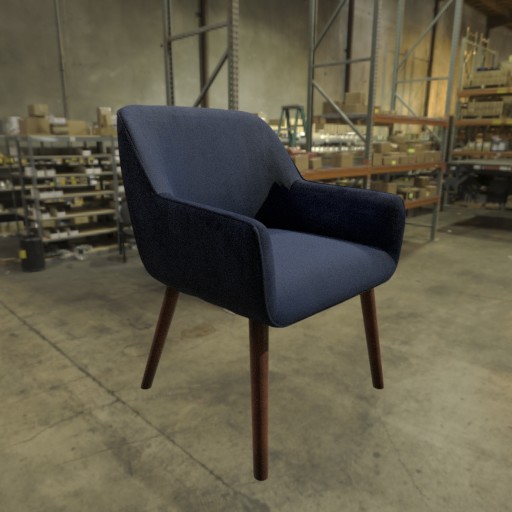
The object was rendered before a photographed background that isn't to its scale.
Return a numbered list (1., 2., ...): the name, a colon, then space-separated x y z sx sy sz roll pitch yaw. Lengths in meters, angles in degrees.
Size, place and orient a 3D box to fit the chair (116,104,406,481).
1. chair: 0.000 0.000 1.247 0.600 0.820 0.600 14 20 43
